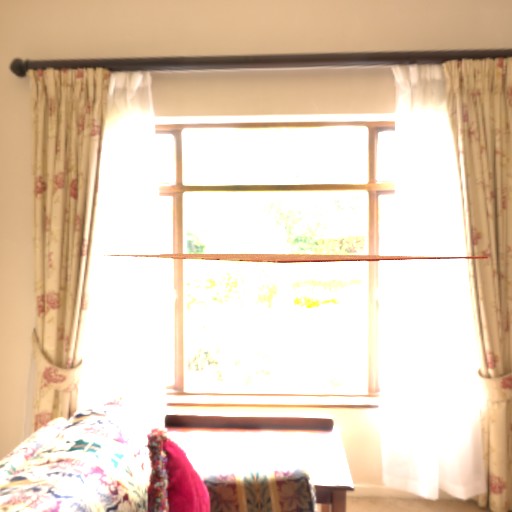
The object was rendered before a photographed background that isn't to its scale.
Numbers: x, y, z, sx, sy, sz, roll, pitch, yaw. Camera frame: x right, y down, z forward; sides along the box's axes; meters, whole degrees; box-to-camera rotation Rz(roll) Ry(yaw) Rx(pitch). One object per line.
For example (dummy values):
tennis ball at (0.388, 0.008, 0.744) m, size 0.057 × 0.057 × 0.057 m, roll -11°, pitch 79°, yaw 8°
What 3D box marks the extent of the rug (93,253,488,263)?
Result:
rug at (0.000, 0.000, 3.078) m, size 1.535 × 0.010 × 2.431 m, roll -1°, pitch 1°, yaw -36°
